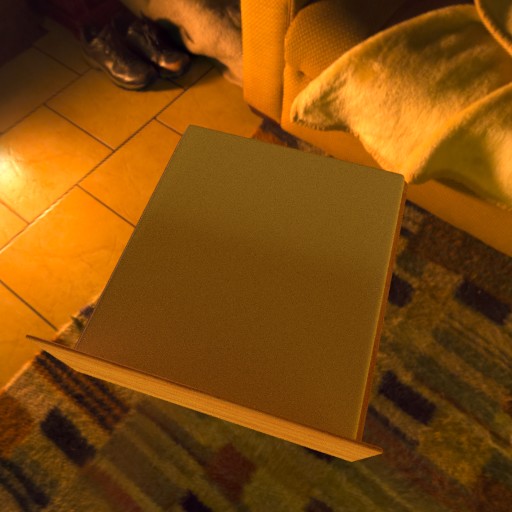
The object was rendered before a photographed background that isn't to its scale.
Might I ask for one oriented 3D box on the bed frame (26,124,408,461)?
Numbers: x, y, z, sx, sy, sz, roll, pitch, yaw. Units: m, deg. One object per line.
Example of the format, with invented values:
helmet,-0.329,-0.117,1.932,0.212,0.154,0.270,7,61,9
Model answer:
bed frame,0.000,0.000,3.056,1.872,0.940,2.092,15,63,8
